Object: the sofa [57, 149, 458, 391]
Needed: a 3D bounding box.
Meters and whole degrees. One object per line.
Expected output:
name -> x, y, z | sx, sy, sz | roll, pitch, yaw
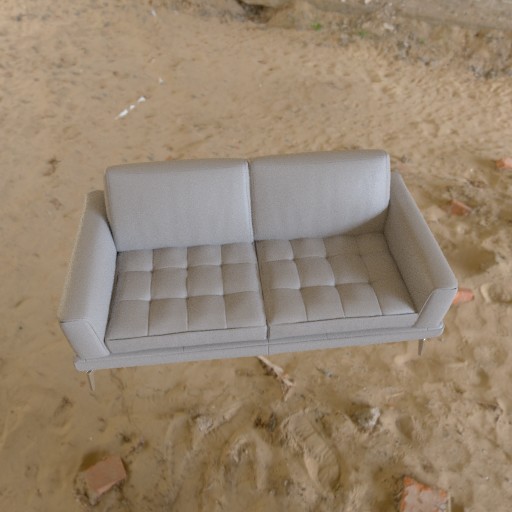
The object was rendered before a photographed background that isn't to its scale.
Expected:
sofa -> 0.000, 0.000, 2.752 | 2.177, 0.930, 1.121 | -4, 47, -4
